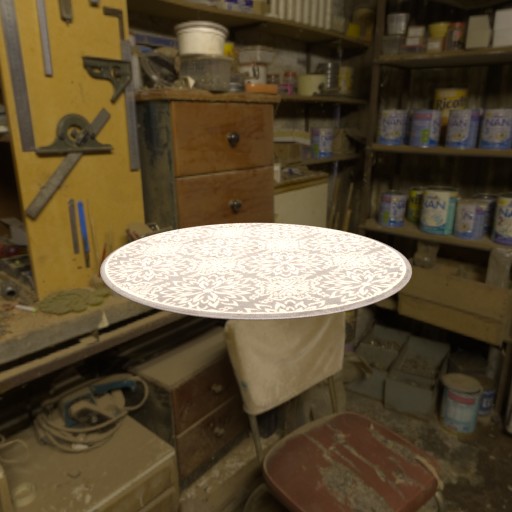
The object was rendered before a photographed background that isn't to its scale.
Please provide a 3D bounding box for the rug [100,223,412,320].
[{"bbox_3d":[0.000,0.000,2.388,1.593,0.012,1.593,0,17,0],"label":"rug"}]
